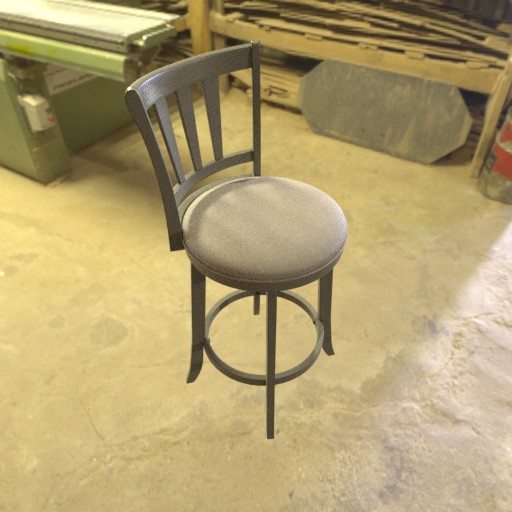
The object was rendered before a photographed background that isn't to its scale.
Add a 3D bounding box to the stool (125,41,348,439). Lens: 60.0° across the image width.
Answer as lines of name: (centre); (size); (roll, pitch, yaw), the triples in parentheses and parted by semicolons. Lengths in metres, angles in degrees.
stool: (0.000, 0.000, 1.251); (0.486, 0.994, 0.450); (25, 46, 27)
